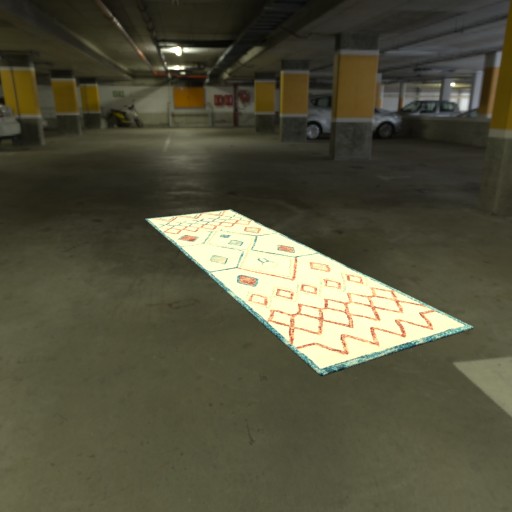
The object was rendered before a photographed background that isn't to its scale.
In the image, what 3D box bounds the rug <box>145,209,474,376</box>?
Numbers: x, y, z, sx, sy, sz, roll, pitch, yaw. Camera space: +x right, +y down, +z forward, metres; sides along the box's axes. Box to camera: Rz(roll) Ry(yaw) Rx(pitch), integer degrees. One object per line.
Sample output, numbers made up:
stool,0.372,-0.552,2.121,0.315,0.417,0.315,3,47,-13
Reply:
rug,0.000,0.000,2.664,0.750,0.011,2.435,-9,21,-25
